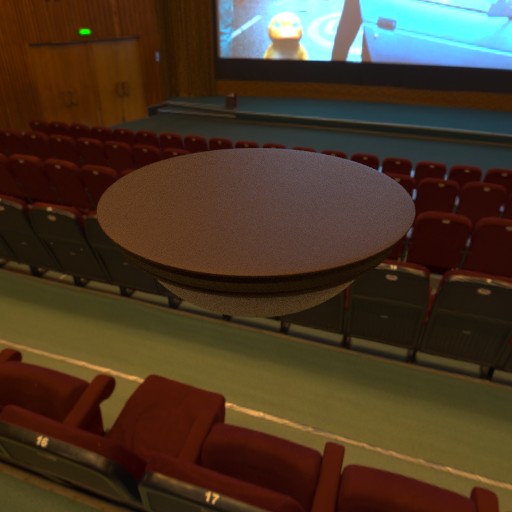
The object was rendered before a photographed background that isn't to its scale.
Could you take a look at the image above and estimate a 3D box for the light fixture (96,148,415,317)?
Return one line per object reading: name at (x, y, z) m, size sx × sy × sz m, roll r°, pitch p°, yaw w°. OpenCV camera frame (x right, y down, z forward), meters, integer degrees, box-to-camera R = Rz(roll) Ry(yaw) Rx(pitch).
light fixture at (0.000, 0.000, 0.440) m, size 0.280 × 0.135 × 0.280 m, roll 0°, pitch 30°, yaw 0°
